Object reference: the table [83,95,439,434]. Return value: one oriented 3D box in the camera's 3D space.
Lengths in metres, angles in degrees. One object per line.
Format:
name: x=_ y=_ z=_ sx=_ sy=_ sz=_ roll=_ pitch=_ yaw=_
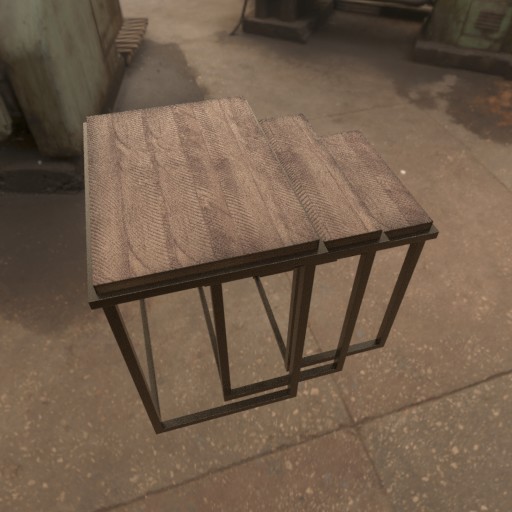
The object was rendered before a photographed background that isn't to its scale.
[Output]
table: x=0.000 y=0.000 z=1.154 sx=0.706 sy=0.610 sz=0.559 roll=-12 pitch=48 yaw=-11
